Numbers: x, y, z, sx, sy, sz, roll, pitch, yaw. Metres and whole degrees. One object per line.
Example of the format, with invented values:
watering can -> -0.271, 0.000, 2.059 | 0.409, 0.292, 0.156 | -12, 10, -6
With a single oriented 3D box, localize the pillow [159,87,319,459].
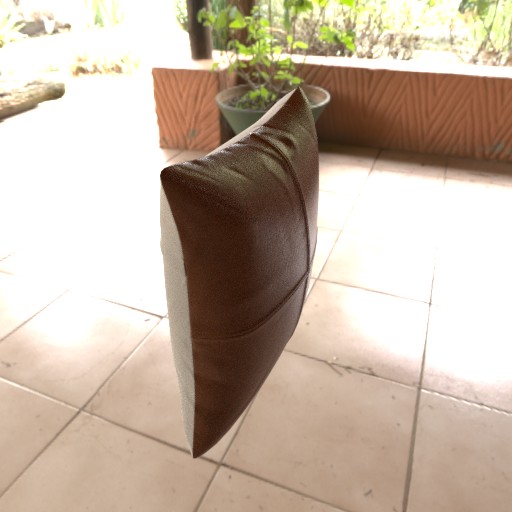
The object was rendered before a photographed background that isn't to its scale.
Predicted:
pillow -> 0.000, 0.000, 0.769 | 0.192, 0.477, 0.501 | 11, 33, 18
